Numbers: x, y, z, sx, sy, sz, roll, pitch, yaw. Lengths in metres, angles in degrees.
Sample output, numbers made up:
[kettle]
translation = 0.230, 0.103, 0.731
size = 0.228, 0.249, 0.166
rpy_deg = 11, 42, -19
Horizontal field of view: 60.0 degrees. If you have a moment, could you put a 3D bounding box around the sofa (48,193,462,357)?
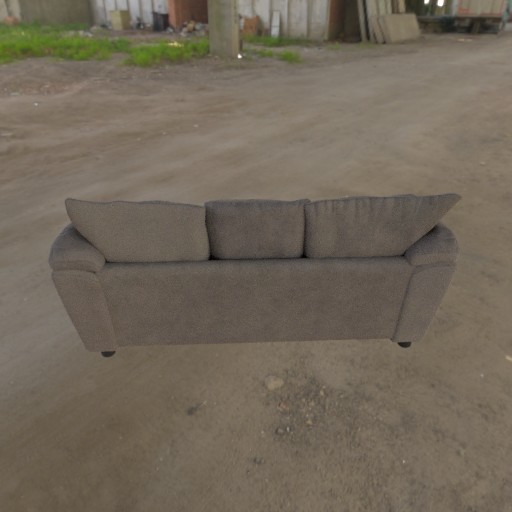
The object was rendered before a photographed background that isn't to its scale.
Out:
[sofa]
translation = 0.000, 0.000, 2.864
size = 2.336, 1.073, 0.878
rpy_deg = -1, 30, -2
